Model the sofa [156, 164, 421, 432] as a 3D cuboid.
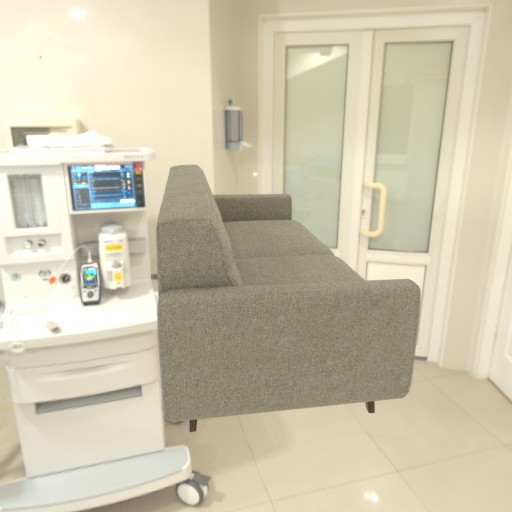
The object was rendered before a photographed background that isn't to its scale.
[{"bbox_3d":[0.000,0.000,2.483,0.968,0.873,2.055,-3,17,-9],"label":"sofa"}]
